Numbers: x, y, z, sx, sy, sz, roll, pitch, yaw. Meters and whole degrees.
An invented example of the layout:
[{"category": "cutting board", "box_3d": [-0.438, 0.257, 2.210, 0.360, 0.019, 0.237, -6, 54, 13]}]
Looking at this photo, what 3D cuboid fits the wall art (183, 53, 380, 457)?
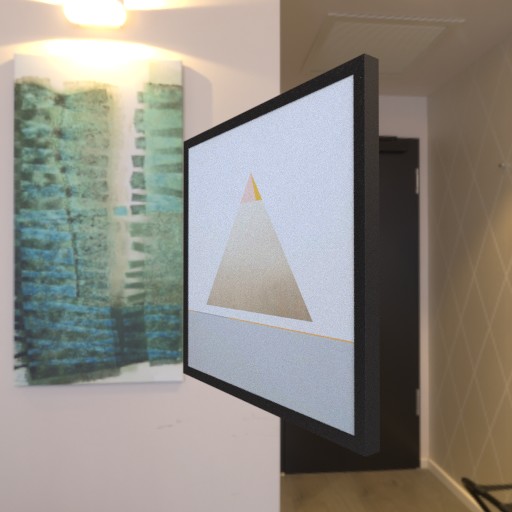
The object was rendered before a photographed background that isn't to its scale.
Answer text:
[{"category": "wall art", "box_3d": [0.000, 0.000, 1.165, 0.042, 0.766, 0.769, 0, -1, -36]}]
